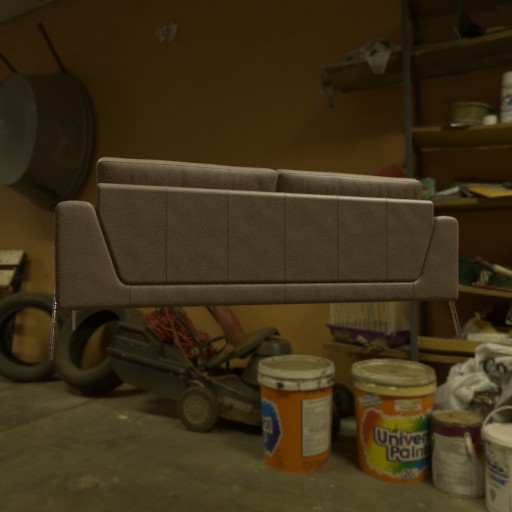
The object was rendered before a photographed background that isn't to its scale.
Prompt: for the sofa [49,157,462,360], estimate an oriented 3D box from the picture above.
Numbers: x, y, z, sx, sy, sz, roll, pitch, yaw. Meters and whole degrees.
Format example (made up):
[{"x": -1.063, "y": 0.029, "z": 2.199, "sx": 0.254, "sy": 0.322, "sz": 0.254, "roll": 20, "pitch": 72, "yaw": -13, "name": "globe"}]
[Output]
[{"x": 0.000, "y": 0.000, "z": 2.523, "sx": 2.017, "sy": 0.875, "sz": 0.953, "roll": 1, "pitch": -2, "yaw": -17, "name": "sofa"}]
